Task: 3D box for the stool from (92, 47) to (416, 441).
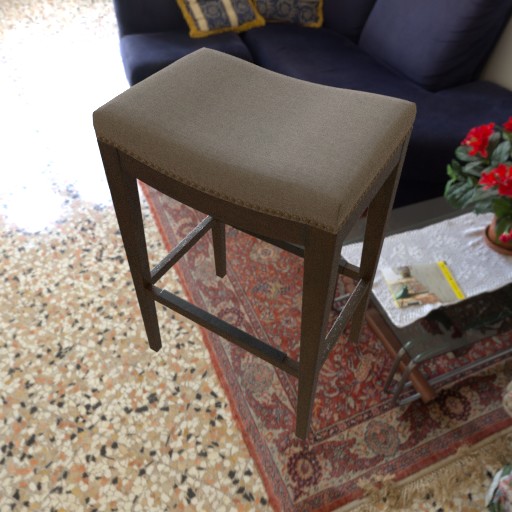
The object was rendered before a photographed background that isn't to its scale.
[{"bbox_3d":[0.000,0.000,1.032,0.508,0.762,0.356,24,51,21],"label":"stool"}]
